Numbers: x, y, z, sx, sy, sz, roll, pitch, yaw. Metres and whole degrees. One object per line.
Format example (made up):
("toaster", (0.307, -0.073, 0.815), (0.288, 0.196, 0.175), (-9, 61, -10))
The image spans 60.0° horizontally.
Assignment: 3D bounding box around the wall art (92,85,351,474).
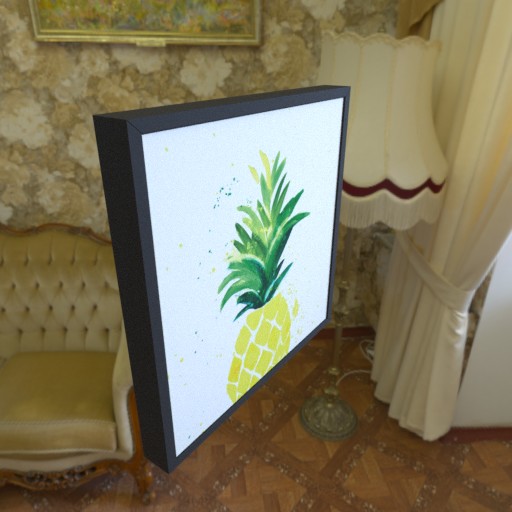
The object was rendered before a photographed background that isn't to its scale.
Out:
("wall art", (0.000, 0.000, 0.448), (0.033, 0.304, 0.305), (18, 30, 32))
